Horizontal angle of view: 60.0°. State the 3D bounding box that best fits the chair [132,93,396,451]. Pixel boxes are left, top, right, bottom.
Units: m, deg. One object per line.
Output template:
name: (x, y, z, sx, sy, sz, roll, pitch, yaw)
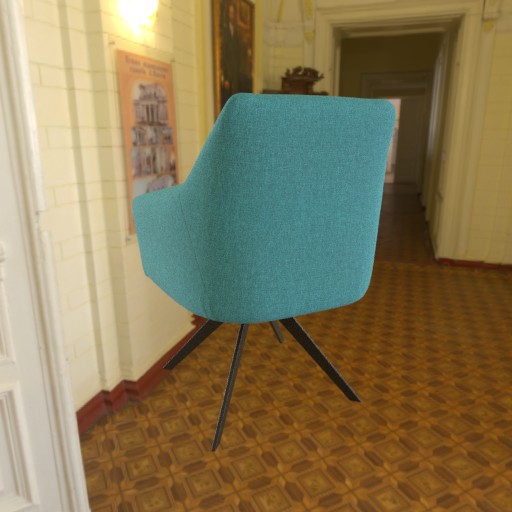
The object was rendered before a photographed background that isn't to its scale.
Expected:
chair: (0.000, 0.000, 1.342, 0.642, 0.874, 0.677, -8, 17, -26)
